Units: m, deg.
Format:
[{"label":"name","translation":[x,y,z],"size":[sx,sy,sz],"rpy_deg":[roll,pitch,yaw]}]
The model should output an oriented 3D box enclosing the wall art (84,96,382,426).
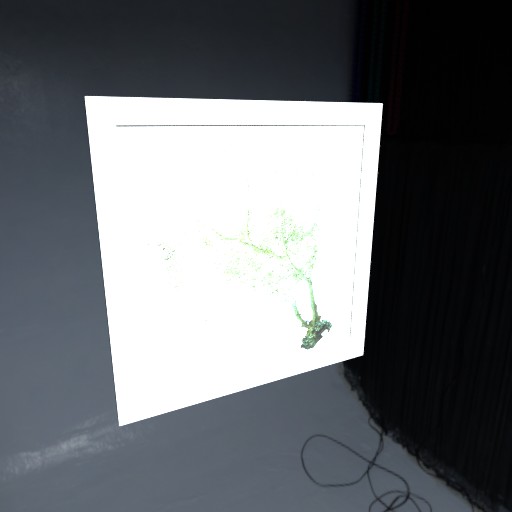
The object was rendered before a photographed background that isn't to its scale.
[{"label":"wall art","translation":[0.000,0.000,0.886],"size":[0.584,0.584,0.013],"rpy_deg":[-8,19,-26]}]
